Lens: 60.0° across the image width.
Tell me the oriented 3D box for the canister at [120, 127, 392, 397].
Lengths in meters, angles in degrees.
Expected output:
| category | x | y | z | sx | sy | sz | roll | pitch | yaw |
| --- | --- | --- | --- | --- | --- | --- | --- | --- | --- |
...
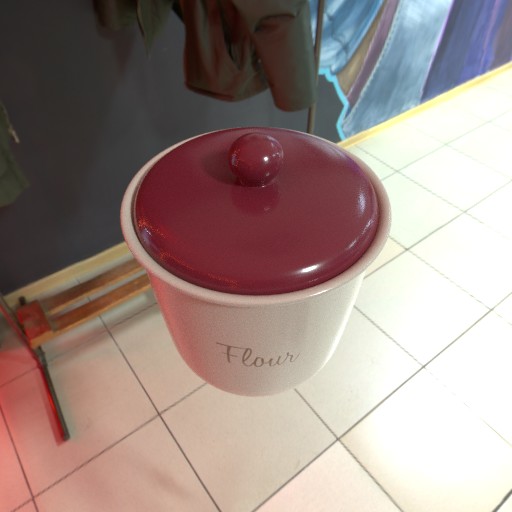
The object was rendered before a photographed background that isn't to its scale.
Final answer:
| category | x | y | z | sx | sy | sz | roll | pitch | yaw |
| --- | --- | --- | --- | --- | --- | --- | --- | --- | --- |
| canister | 0.000 | 0.000 | 0.345 | 0.182 | 0.208 | 0.182 | 0 | 47 | 0 |
